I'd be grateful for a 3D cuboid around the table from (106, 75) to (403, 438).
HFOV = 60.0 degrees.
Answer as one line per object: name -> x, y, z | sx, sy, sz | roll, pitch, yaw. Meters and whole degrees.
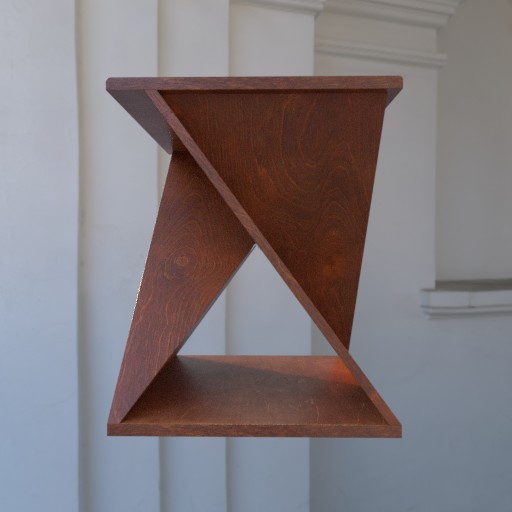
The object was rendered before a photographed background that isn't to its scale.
table -> 0.000, 0.000, 0.852 | 0.427, 0.520, 0.427 | 0, 1, 1
